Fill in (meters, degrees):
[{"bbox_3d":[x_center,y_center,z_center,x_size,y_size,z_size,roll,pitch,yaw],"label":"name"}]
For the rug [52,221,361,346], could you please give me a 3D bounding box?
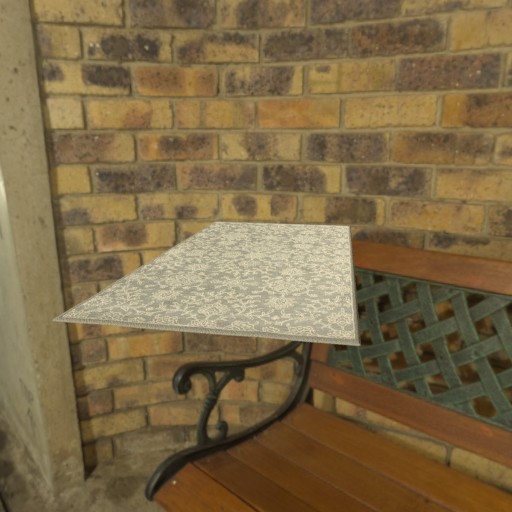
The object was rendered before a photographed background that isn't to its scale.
[{"bbox_3d":[0.000,0.000,3.585,1.546,0.011,3.048,3,14,11],"label":"rug"}]
